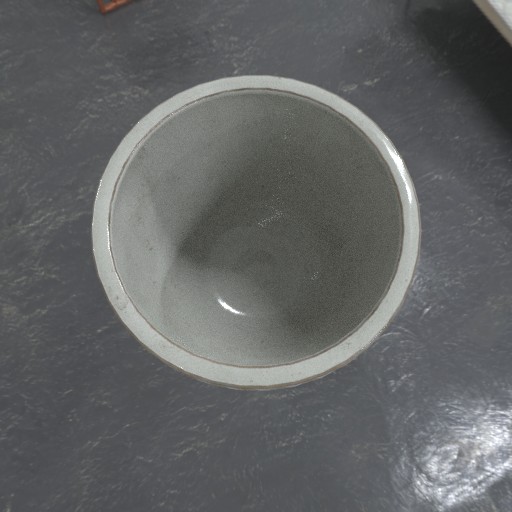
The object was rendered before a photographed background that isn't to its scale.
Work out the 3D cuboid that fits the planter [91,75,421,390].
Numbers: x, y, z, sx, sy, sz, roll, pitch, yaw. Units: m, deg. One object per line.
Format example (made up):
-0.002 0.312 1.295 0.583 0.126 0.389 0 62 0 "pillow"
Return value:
0.000 0.000 0.245 0.139 0.130 0.139 0 75 0 "planter"
